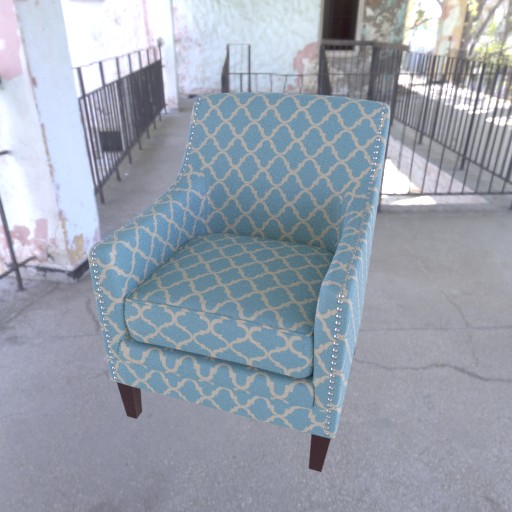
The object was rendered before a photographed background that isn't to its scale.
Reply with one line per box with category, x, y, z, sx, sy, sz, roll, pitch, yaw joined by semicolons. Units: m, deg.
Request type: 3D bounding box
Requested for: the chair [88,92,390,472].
chair;0.000;0.000;1.282;0.617;0.817;0.686;9;28;17
